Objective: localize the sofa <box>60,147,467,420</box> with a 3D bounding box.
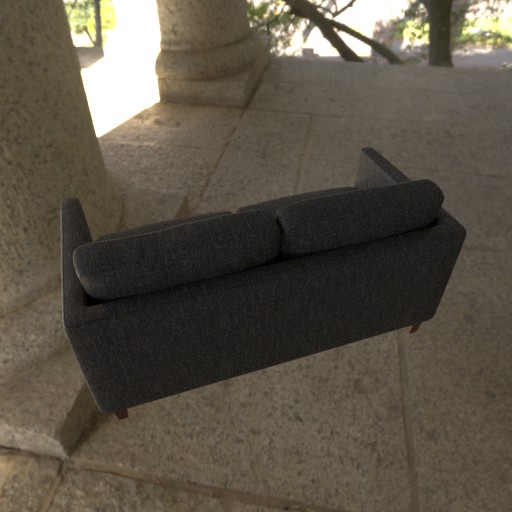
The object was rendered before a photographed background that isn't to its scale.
[{"bbox_3d":[0.000,0.000,2.409,1.884,0.963,0.950,-13,43,-14],"label":"sofa"}]
